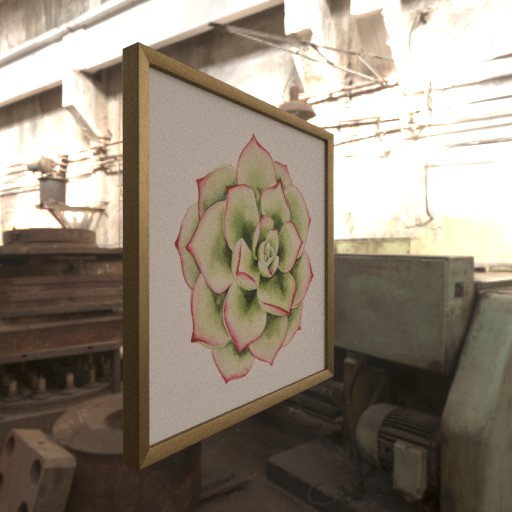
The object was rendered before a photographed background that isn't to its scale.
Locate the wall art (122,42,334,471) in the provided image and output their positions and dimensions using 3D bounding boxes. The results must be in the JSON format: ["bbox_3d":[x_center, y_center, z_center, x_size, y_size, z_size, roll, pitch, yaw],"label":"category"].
[{"bbox_3d":[0.000,0.000,0.732,0.031,0.506,0.503,0,0,37],"label":"wall art"}]
